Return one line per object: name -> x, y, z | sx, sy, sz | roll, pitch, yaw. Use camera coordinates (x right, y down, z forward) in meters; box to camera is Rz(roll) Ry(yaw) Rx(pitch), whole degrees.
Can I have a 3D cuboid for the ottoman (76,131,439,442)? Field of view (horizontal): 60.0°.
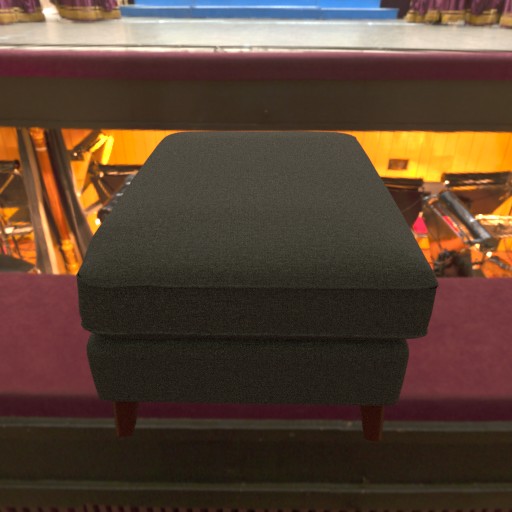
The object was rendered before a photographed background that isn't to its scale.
ottoman -> 0.000, 0.000, 1.173 | 0.629, 0.503, 0.835 | 1, 31, 1
